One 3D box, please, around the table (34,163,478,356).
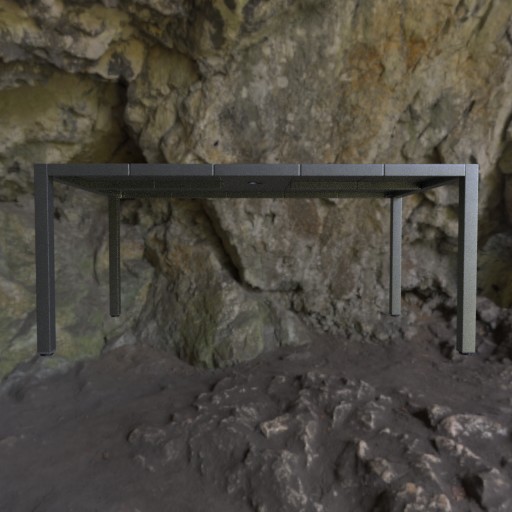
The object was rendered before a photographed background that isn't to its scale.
[{"bbox_3d":[0.000,0.000,2.141,1.680,0.735,0.914,0,2,0],"label":"table"}]
